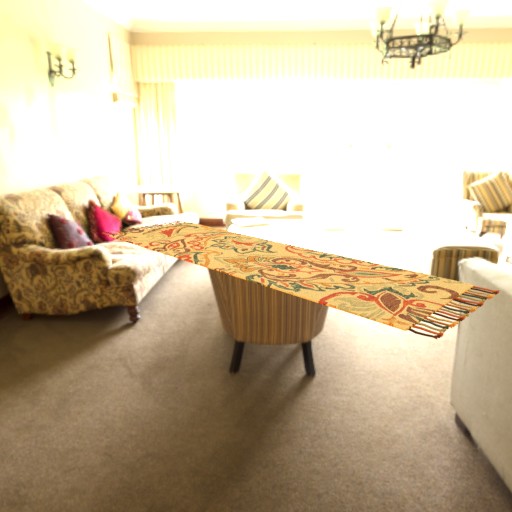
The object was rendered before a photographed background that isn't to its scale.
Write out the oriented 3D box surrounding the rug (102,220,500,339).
[{"bbox_3d":[0.000,0.000,2.864,2.682,0.015,0.763,15,21,42],"label":"rug"}]
